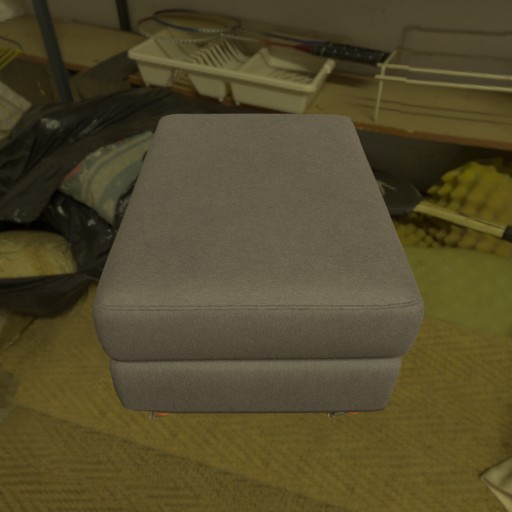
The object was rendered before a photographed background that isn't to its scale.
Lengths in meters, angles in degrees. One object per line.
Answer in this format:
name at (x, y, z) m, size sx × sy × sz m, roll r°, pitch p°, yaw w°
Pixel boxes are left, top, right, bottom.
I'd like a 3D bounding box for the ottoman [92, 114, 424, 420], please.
ottoman at (0.000, 0.000, 1.122) m, size 0.574 × 0.497 × 0.773 m, roll 0°, pitch 41°, yaw 0°
